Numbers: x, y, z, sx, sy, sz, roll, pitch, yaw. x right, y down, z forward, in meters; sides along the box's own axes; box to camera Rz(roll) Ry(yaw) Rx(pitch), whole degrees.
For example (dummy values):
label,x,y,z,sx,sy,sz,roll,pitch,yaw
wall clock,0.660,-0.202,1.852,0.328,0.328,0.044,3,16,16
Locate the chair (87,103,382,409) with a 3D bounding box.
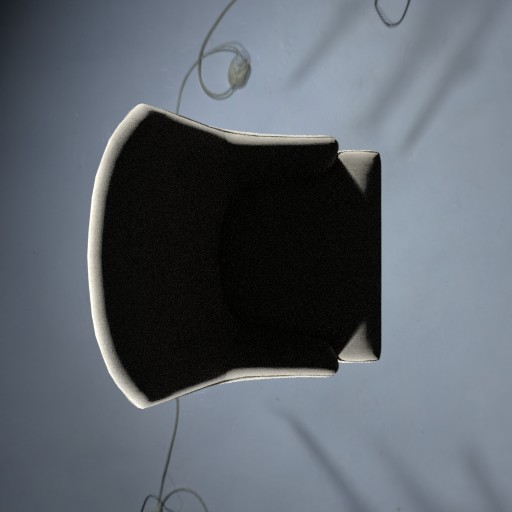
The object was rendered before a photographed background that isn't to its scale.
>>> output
label,x,y,z,sx,sy,sz,roll,pitch,yaw
chair,0.000,0.000,1.605,0.923,0.856,0.864,0,90,1
